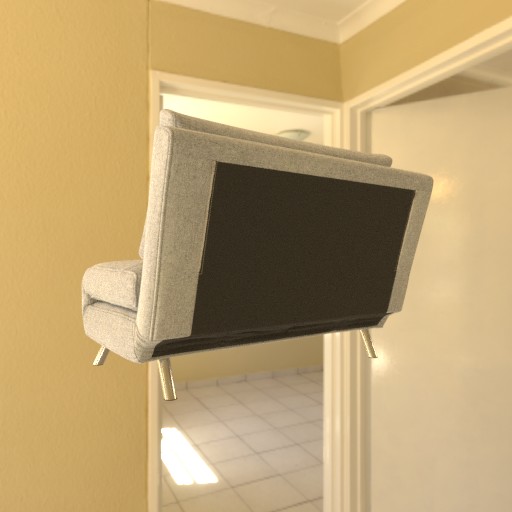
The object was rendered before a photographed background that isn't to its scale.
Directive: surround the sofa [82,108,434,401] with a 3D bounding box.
[{"bbox_3d":[0.000,0.000,1.878,1.220,0.910,0.910,0,0,-36],"label":"sofa"}]
